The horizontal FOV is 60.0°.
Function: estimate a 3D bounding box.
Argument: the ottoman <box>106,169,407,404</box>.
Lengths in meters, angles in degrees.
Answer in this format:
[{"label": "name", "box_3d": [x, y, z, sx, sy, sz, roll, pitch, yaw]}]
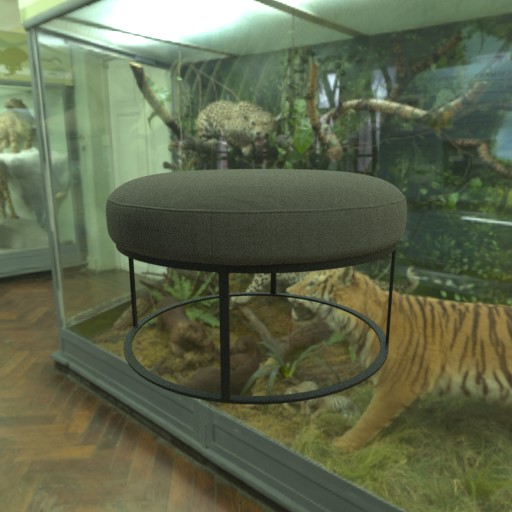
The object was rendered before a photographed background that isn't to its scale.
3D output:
[{"label": "ottoman", "box_3d": [0.000, 0.000, 1.219, 0.772, 0.460, 0.772, 0, 13, 0]}]
